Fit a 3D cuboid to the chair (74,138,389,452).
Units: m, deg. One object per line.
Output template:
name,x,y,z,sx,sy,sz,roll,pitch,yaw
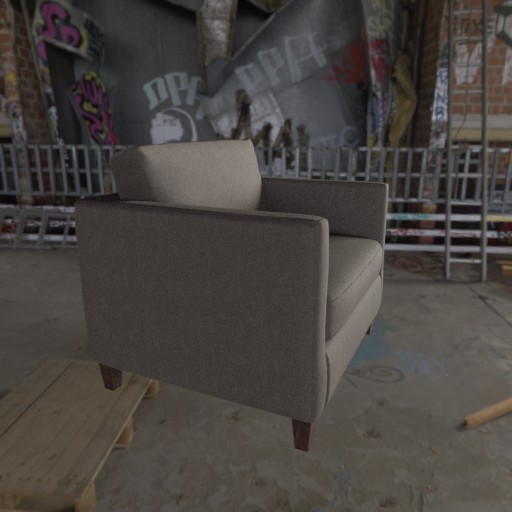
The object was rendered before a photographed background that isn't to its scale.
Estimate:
chair,0.000,0.000,1.902,0.959,0.963,1.107,7,17,25
